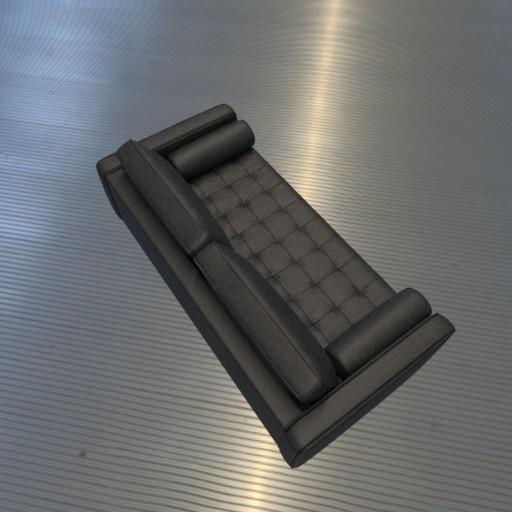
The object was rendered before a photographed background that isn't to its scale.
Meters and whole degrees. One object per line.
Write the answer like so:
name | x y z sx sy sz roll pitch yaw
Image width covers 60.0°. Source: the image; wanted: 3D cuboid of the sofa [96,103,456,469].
sofa | 0.000 0.000 2.370 0.921 0.770 1.879 -31 63 -18
